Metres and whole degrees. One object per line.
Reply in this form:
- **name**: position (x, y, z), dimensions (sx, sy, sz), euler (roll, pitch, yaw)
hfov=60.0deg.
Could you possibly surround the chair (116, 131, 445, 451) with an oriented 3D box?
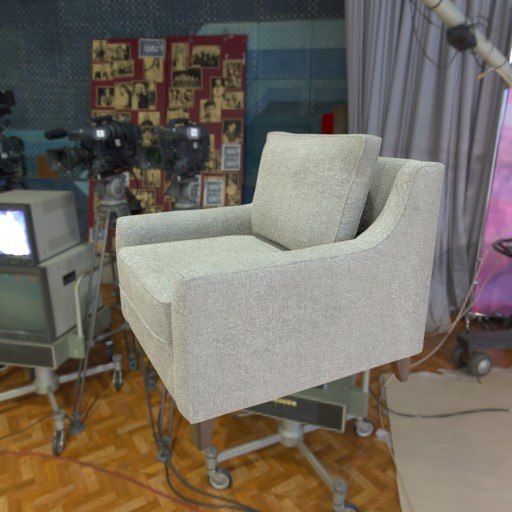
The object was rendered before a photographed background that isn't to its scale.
- **chair**: position (0.000, 0.000, 1.619), dimensions (0.918, 0.864, 0.838), euler (-9, 19, -27)
